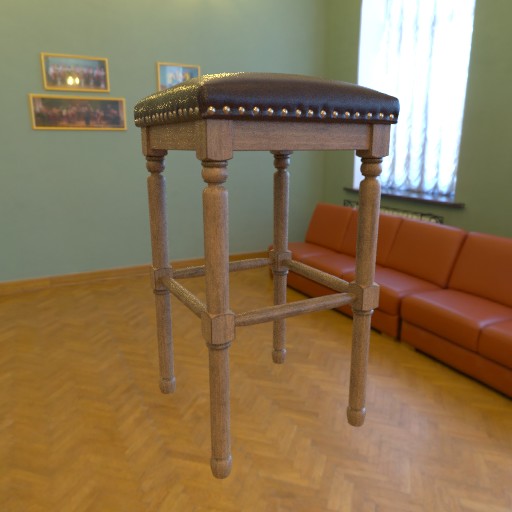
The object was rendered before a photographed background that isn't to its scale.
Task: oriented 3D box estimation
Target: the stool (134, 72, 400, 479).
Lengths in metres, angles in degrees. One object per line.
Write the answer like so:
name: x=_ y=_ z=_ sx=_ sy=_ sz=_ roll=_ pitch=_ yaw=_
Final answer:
stool: x=0.000 y=0.000 z=0.925 sx=0.383 sy=0.702 sz=0.382 roll=-8 pitch=16 yaw=-28
